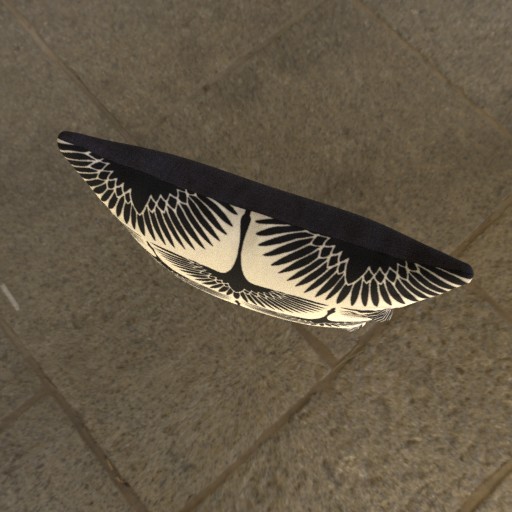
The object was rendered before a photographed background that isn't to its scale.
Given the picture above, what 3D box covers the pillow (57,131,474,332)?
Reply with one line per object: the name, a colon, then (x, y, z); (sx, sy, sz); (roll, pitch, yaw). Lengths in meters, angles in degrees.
pillow: (0.000, 0.000, 0.635); (0.432, 0.432, 0.139); (19, 77, 5)
